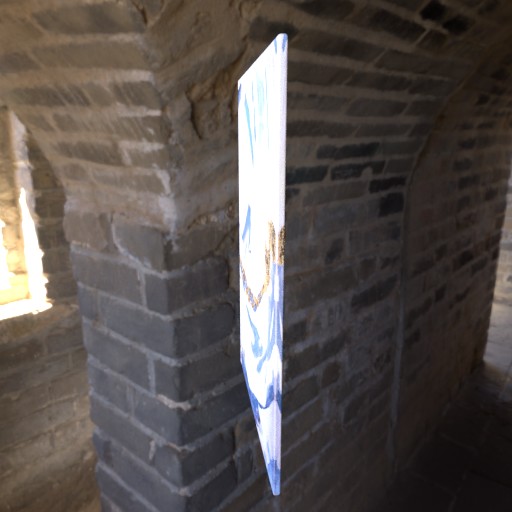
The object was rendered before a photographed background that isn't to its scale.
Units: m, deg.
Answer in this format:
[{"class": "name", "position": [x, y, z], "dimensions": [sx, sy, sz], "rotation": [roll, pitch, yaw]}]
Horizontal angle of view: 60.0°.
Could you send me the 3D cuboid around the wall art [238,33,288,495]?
[{"class": "wall art", "position": [0.000, 0.000, 1.134], "dimensions": [0.016, 0.914, 0.610], "rotation": [-2, 15, -8]}]
